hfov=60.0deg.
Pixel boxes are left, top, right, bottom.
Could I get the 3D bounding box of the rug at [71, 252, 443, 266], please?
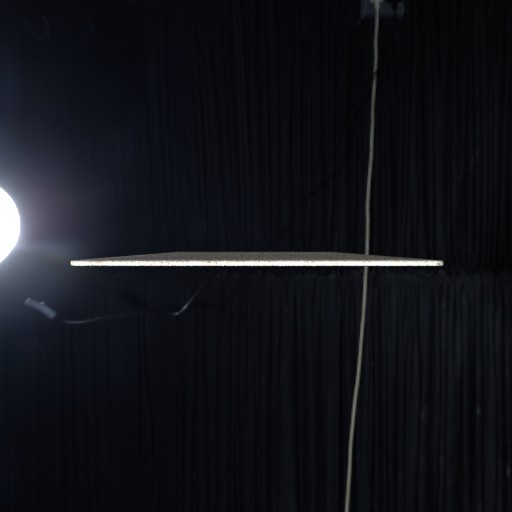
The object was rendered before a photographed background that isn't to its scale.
[{"bbox_3d":[0.000,0.000,3.026,1.539,0.024,2.469,0,1,0],"label":"rug"}]
